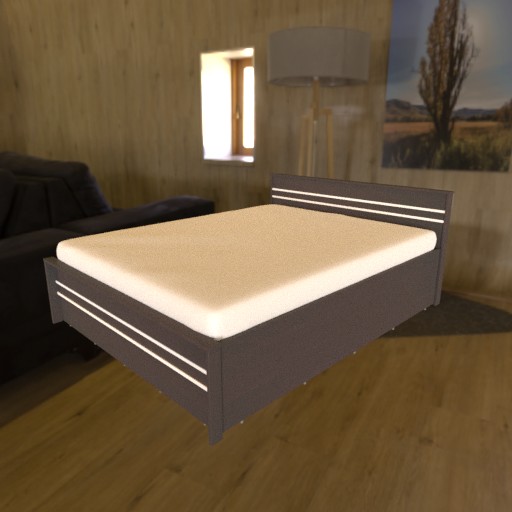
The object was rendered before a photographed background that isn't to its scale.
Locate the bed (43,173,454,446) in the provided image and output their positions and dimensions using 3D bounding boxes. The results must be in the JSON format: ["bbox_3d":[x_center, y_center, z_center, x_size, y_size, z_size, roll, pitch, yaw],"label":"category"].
[{"bbox_3d":[0.000,0.000,2.915,2.103,0.808,1.634,-16,22,-42],"label":"bed"}]
